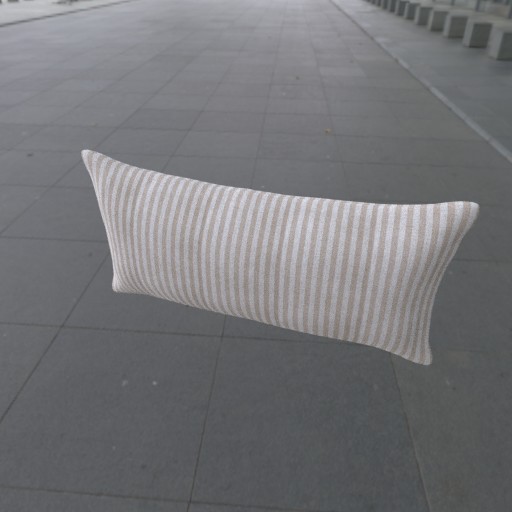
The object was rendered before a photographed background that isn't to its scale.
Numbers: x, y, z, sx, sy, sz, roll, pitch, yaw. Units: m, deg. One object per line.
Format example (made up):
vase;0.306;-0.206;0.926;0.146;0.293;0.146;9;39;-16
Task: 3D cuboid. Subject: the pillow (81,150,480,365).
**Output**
pillow;0.000;0.000;0.737;0.617;0.295;0.151;11;35;16
